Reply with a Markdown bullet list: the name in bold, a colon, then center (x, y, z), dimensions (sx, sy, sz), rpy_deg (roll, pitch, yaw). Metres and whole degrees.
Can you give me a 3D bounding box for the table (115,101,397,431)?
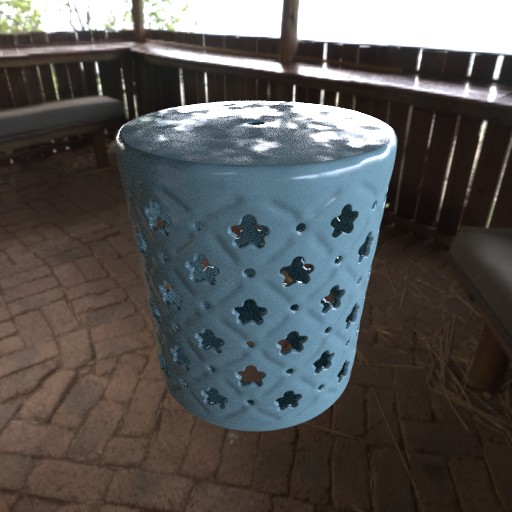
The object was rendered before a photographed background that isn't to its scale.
- **table**: center (0.000, 0.000, 0.656), dimensions (0.352, 0.387, 0.352), rpy_deg (0, 29, 0)
